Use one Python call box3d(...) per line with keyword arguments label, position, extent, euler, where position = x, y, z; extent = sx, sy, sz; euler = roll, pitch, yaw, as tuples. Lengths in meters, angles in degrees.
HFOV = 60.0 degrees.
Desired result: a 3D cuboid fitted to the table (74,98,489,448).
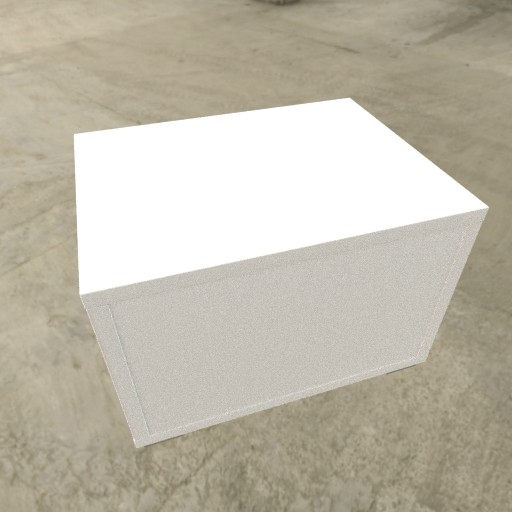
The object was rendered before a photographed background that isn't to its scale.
box3d(label="table", position=(0.000, 0.000, 0.783), extent=(0.517, 0.357, 0.399), euler=(-12, 42, -14))
